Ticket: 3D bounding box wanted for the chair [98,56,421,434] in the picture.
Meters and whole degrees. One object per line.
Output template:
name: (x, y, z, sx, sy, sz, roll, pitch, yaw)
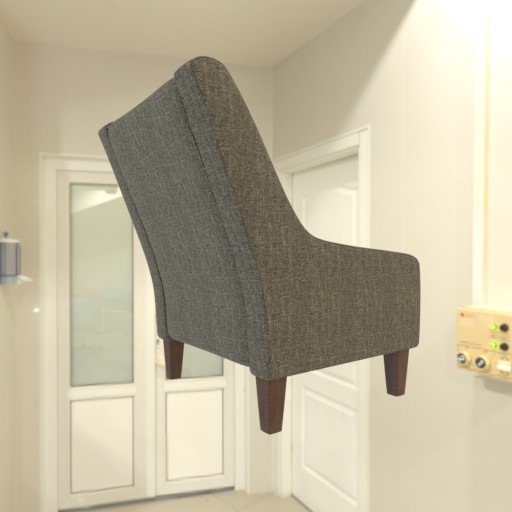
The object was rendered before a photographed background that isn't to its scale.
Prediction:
chair: (0.000, 0.000, 1.658, 0.944, 1.012, 0.793, 0, 1, -35)
